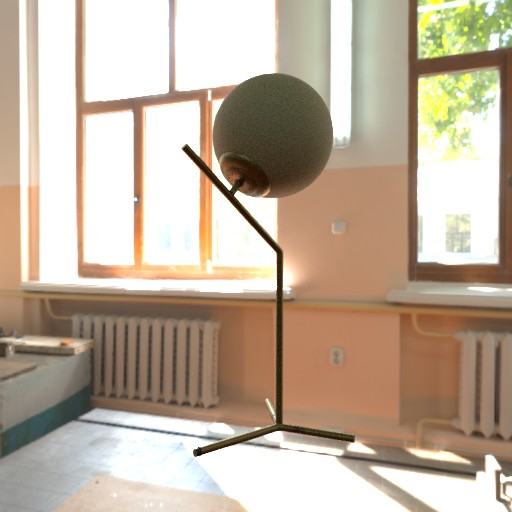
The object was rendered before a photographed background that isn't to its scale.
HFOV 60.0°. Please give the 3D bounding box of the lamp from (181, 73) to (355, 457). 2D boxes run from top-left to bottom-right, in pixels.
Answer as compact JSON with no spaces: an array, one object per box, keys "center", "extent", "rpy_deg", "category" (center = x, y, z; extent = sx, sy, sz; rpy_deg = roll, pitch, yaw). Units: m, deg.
[{"center":[0.000,0.000,0.669],"extent":[0.251,0.552,0.210],"rpy_deg":[0,1,-37],"category":"lamp"}]
